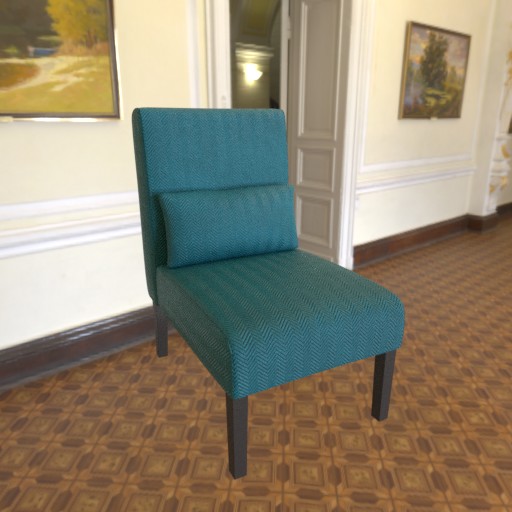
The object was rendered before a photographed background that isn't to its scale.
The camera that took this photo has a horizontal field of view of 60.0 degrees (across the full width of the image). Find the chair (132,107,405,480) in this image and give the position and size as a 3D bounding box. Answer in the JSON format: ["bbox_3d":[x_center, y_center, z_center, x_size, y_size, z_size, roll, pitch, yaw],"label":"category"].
[{"bbox_3d":[0.000,0.000,1.445,0.579,0.927,0.808,-9,19,-27],"label":"chair"}]
